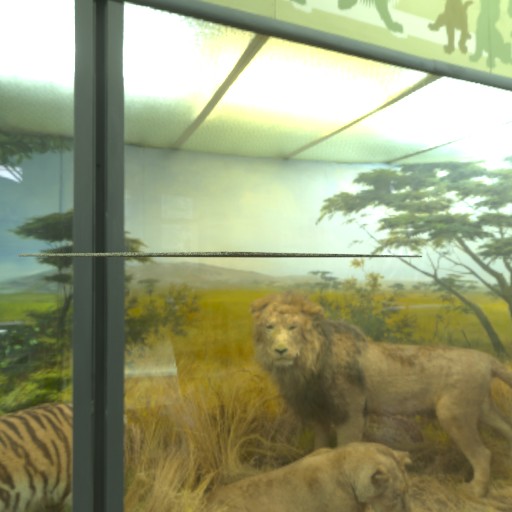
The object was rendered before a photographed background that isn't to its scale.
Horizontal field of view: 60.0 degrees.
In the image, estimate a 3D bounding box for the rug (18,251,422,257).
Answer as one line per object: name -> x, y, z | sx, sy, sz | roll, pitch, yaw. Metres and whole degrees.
rug -> 0.000, 0.000, 4.727 | 2.393, 0.019, 3.824 | 0, 0, 36
